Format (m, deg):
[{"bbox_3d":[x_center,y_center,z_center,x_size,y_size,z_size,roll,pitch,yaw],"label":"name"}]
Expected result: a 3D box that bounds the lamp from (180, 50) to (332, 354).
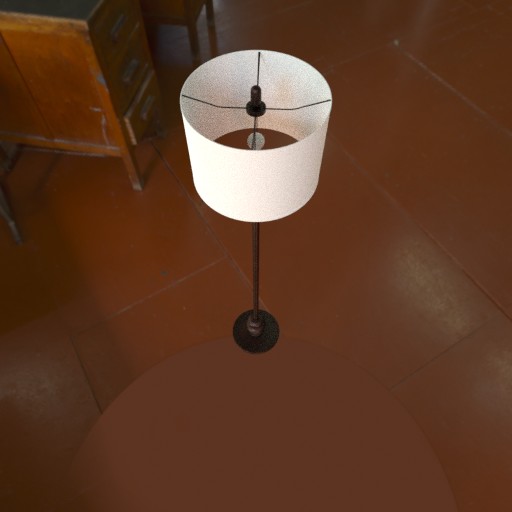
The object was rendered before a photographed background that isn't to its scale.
[{"bbox_3d":[0.000,0.000,1.653,0.356,1.487,0.356,2,58,1],"label":"lamp"}]
